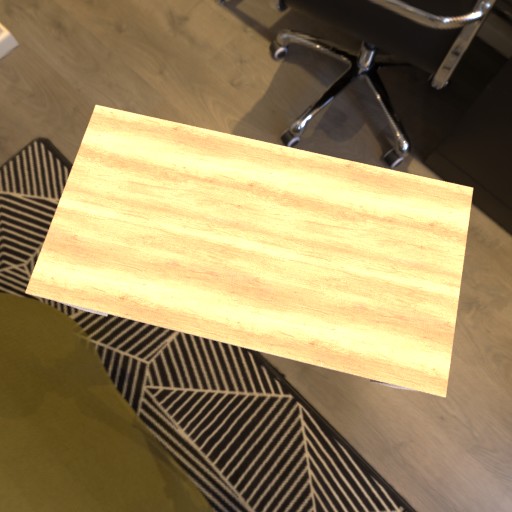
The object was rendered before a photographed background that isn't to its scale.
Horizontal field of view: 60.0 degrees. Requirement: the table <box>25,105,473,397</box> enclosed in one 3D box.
[{"bbox_3d":[0.000,0.000,1.685,1.350,0.460,0.700,13,76,3],"label":"table"}]
